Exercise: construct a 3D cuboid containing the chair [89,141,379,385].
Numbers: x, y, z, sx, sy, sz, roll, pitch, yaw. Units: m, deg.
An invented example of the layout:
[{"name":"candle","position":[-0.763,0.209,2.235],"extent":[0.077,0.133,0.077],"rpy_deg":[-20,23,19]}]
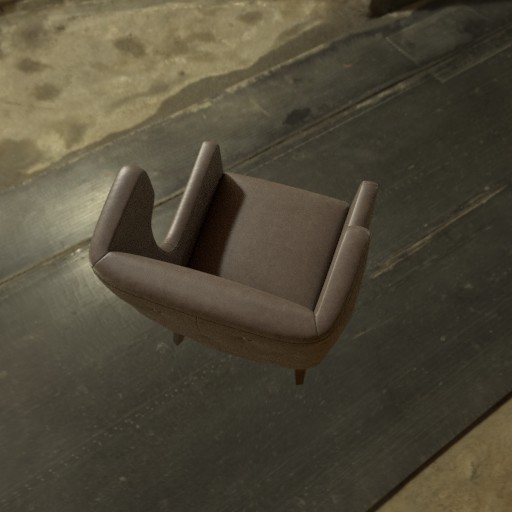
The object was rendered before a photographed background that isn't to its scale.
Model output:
[{"name":"chair","position":[0.000,0.000,1.668],"extent":[0.769,1.079,0.899],"rpy_deg":[16,63,9]}]
